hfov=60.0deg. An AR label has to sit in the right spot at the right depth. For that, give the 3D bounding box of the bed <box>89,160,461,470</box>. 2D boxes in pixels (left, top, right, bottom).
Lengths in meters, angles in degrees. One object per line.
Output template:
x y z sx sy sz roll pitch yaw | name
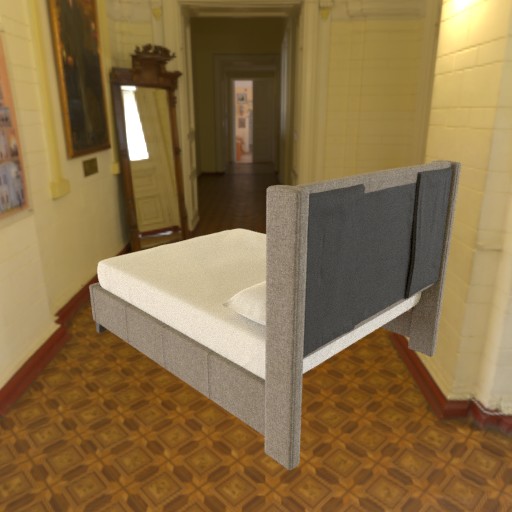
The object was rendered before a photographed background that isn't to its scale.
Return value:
0.000 0.000 3.407 1.714 1.481 2.245 -17 24 -42 | bed
